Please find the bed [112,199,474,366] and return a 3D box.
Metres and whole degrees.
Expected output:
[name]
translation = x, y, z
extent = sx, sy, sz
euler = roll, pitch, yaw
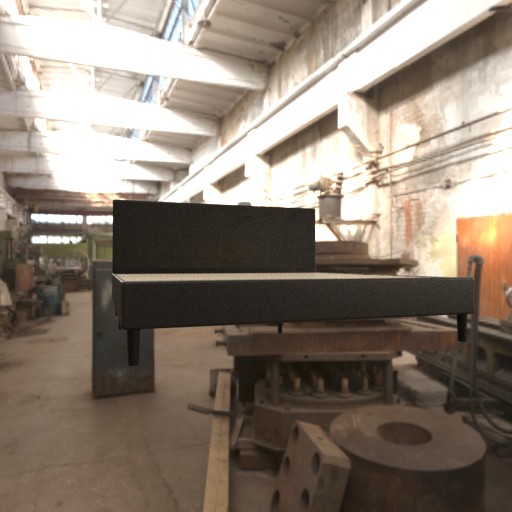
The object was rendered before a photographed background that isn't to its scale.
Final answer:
[bed]
translation = 0.000, 0.000, 3.335
extent = 2.018, 1.046, 2.152
euler = 0, -1, -19
